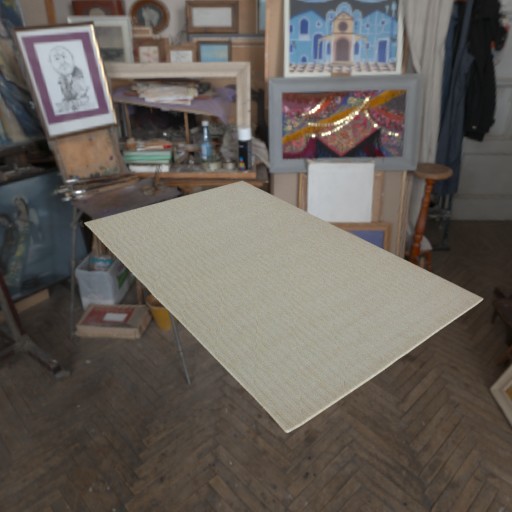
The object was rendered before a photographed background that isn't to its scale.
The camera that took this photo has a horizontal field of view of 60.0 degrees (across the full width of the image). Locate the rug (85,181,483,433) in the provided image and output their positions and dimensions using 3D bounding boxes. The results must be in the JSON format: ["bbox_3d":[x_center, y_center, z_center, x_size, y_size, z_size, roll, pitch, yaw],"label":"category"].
[{"bbox_3d":[0.000,0.000,3.031,1.531,0.014,2.441,-21,36,-32],"label":"rug"}]
